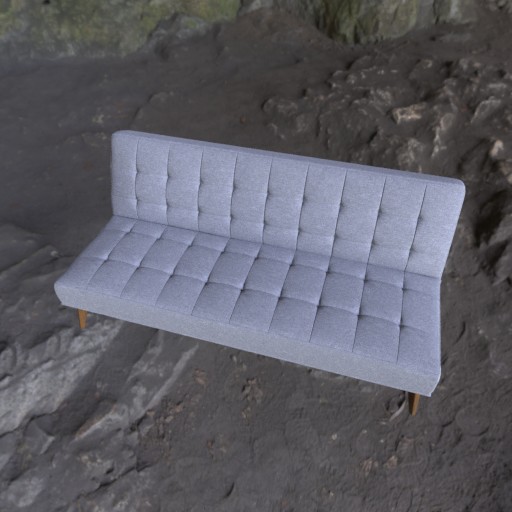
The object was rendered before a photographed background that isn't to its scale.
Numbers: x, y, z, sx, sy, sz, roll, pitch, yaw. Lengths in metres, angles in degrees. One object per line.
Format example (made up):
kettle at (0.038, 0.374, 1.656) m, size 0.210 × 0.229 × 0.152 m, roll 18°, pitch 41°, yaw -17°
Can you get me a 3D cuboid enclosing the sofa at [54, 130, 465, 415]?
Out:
sofa at (0.000, 0.000, 2.210) m, size 1.800 × 0.810 × 0.860 m, roll 11°, pitch 43°, yaw 12°
